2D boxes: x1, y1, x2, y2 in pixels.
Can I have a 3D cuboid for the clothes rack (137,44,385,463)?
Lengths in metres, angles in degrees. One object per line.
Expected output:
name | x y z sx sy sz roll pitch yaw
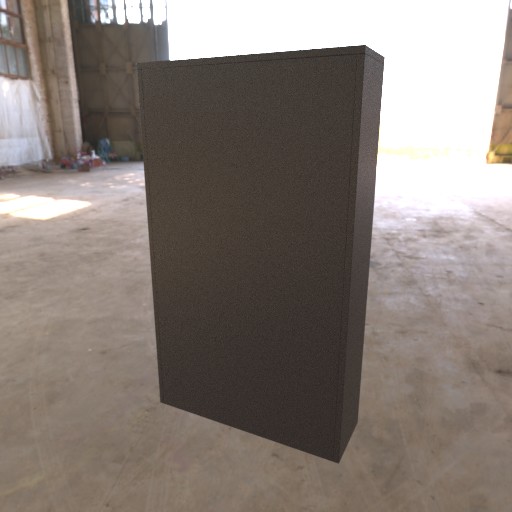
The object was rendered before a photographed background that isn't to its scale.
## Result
clothes rack | 0.000 0.000 1.570 0.750 1.280 0.250 8 18 26
